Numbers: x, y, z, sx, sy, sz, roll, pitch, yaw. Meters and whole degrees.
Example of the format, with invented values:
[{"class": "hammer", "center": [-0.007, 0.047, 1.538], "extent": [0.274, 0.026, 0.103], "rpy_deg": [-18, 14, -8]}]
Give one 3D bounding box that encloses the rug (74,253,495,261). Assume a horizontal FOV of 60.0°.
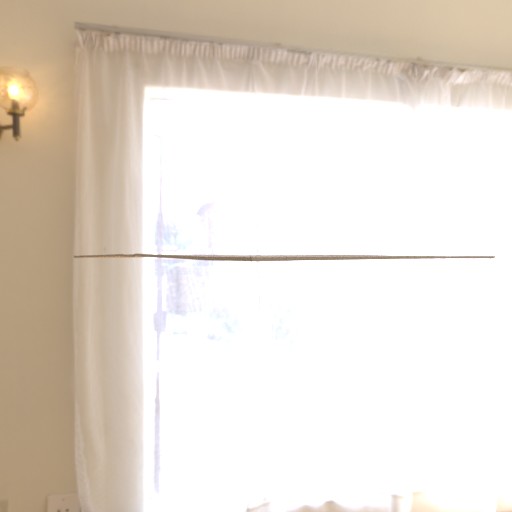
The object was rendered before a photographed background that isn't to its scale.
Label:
[{"class": "rug", "center": [0.000, 0.000, 4.168], "extent": [2.467, 0.046, 3.245], "rpy_deg": [0, 0, -36]}]
